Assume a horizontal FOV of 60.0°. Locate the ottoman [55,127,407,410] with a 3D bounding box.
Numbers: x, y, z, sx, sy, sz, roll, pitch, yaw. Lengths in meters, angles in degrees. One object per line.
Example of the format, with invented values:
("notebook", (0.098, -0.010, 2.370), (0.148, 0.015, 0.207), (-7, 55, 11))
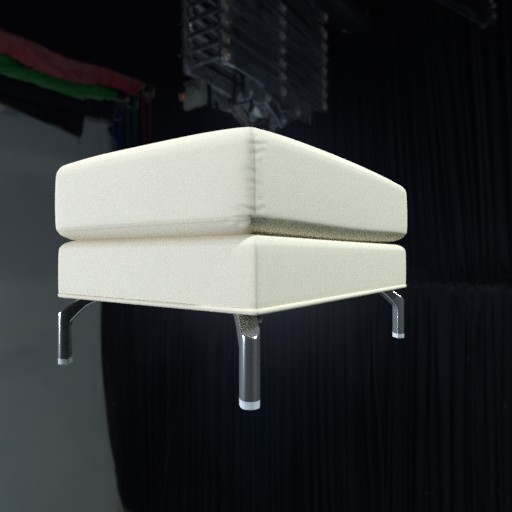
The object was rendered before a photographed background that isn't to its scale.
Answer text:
("ottoman", (0.000, 0.000, 1.195), (0.581, 0.497, 0.835), (0, 0, 35))
